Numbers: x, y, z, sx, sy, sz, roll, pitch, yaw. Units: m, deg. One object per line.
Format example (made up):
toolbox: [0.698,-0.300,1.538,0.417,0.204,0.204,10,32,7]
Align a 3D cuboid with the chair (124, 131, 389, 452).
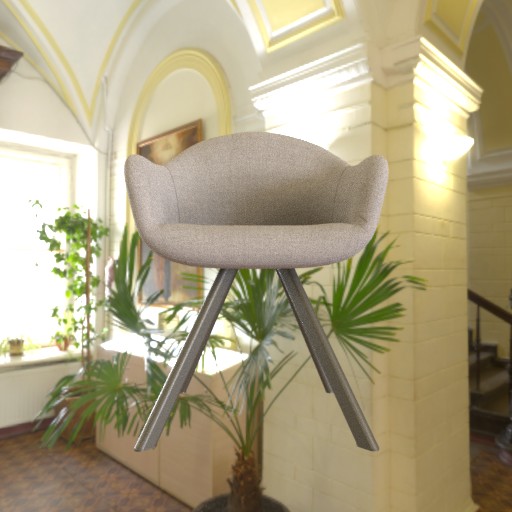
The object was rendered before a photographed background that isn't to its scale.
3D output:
chair: [0.000,0.000,1.168,0.590,0.795,0.550,0,-2,0]
